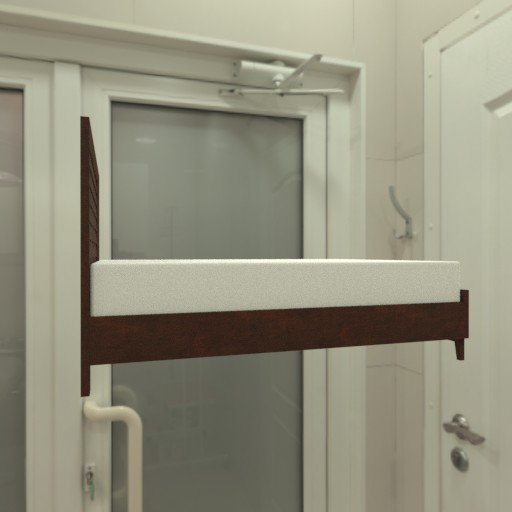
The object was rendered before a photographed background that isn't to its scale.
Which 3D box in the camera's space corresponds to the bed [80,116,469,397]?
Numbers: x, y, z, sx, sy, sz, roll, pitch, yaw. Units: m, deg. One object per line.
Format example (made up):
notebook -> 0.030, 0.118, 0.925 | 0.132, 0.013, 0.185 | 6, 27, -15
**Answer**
bed -> 0.000, 0.000, 3.100 | 2.184, 1.270, 1.600 | 0, 0, -18
